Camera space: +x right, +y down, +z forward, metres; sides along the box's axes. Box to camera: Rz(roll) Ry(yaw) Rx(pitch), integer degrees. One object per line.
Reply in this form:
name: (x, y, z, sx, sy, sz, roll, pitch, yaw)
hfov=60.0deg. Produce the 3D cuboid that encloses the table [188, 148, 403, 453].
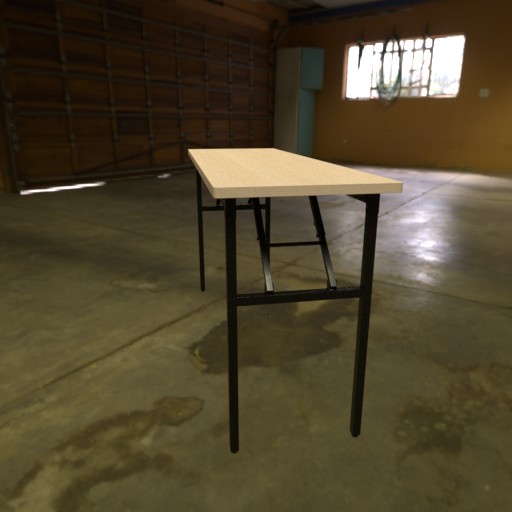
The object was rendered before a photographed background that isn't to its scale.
table: (0.000, 0.000, 1.760, 0.447, 0.750, 1.397, -3, 17, -10)
